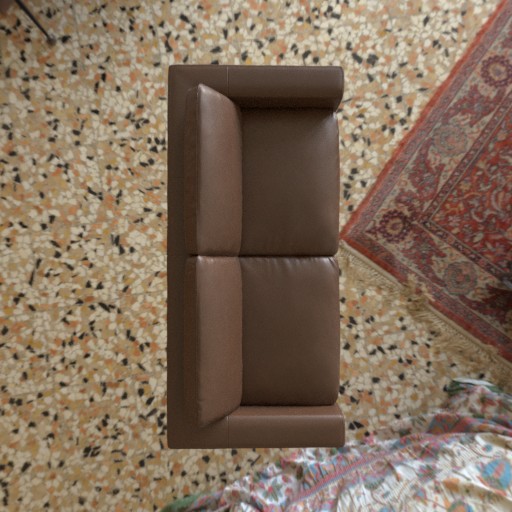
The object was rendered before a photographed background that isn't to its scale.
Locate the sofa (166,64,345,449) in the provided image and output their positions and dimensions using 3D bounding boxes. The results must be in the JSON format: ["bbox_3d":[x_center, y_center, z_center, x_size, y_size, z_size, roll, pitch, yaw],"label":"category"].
[{"bbox_3d":[0.000,0.000,2.758,1.070,0.801,2.262,0,89,-1],"label":"sofa"}]
